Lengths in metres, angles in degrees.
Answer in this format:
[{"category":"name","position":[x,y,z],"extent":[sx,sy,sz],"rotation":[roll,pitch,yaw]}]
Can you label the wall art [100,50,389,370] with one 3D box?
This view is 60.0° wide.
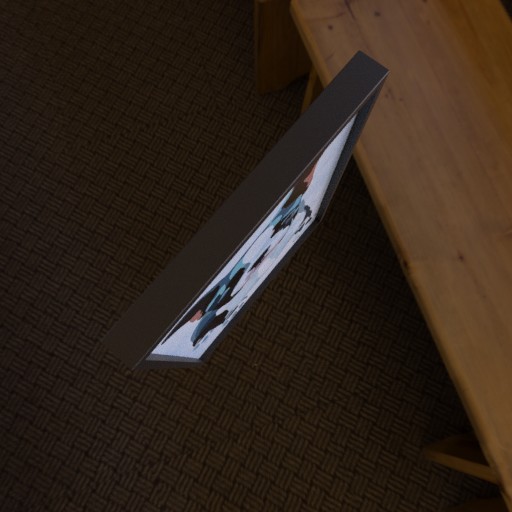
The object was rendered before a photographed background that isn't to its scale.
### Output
[{"category":"wall art","position":[0.000,0.000,0.502],"extent":[0.030,0.369,0.294],"rotation":[39,79,9]}]
